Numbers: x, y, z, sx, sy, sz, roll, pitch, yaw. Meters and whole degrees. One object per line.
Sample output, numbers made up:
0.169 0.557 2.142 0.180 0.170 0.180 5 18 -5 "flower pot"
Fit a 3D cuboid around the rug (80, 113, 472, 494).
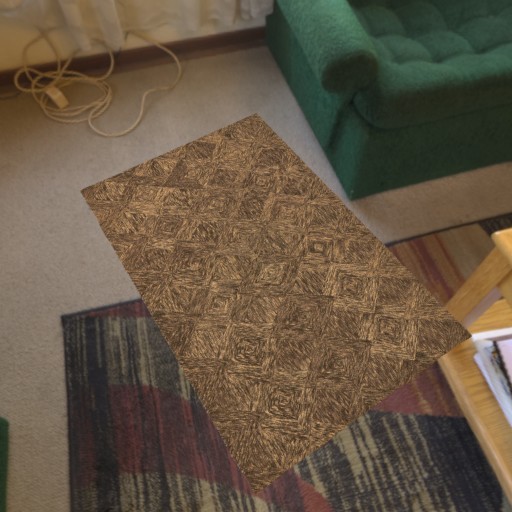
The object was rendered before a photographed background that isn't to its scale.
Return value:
0.000 0.000 2.258 1.189 0.011 1.808 -29 62 -17 "rug"
